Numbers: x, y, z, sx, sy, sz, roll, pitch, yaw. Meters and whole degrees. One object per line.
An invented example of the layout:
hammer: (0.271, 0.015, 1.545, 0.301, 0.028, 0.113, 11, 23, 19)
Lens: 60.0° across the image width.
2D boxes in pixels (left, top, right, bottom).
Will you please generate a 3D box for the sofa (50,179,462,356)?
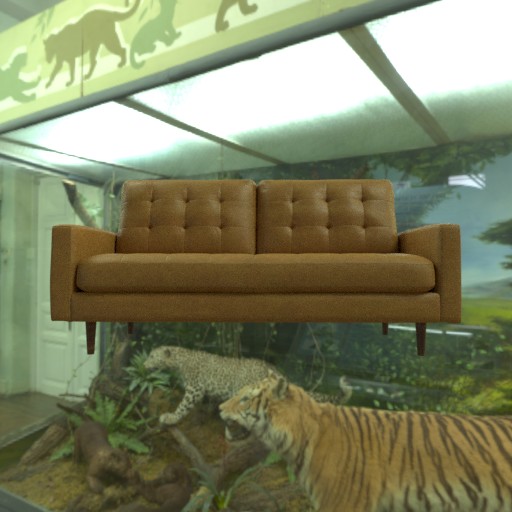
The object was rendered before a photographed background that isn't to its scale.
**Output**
sofa: (0.000, 0.000, 2.315, 1.821, 0.898, 0.850, 0, -1, 1)
